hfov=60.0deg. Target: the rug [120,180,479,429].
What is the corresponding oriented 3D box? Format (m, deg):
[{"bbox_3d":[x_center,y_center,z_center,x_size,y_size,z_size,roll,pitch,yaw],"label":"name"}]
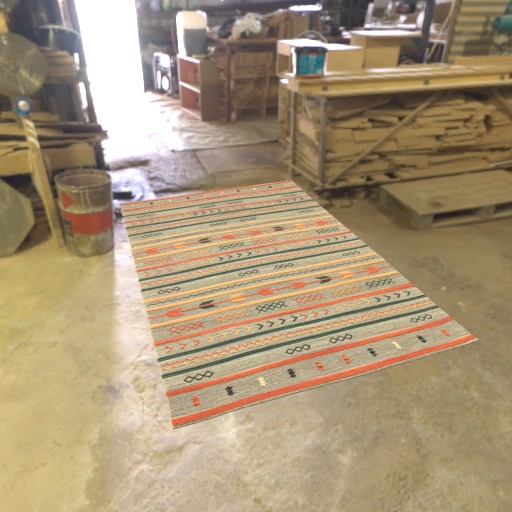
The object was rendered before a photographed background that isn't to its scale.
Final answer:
[{"bbox_3d":[0.000,0.000,2.312,1.220,0.017,1.835,-10,32,-17],"label":"rug"}]
